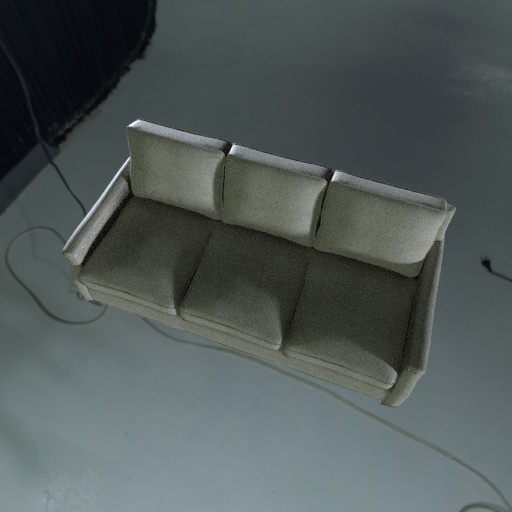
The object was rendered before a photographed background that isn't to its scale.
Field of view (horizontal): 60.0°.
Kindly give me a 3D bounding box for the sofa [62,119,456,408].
[{"bbox_3d":[0.000,0.000,2.874,2.246,1.003,1.084,17,60,10],"label":"sofa"}]
